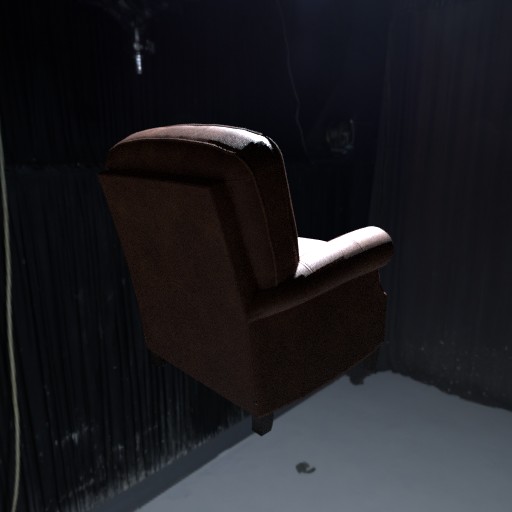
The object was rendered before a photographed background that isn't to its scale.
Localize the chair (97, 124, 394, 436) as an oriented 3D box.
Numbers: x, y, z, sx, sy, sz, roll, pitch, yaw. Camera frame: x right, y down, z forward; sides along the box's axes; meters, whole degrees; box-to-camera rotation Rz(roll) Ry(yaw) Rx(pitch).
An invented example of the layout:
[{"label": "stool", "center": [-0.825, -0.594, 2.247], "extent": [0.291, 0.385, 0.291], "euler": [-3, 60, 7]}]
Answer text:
[{"label": "chair", "center": [0.000, 0.000, 1.814], "extent": [0.986, 1.018, 0.936], "euler": [-14, 20, -42]}]
